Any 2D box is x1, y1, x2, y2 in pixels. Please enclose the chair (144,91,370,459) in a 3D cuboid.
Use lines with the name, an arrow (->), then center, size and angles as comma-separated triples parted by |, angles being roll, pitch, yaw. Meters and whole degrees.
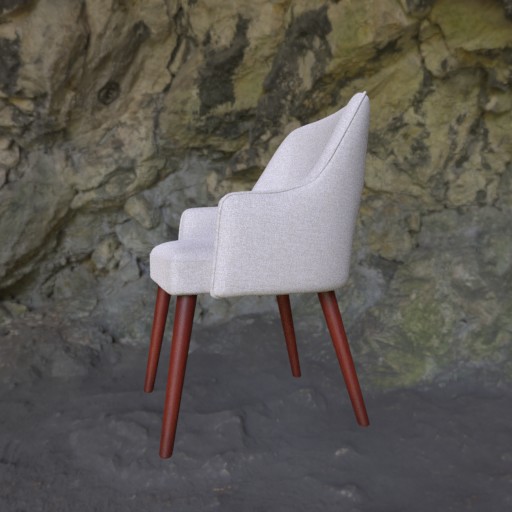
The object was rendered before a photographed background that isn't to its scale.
chair -> 0.000, 0.000, 1.228 | 0.580, 0.840, 0.560 | -1, 2, -18
